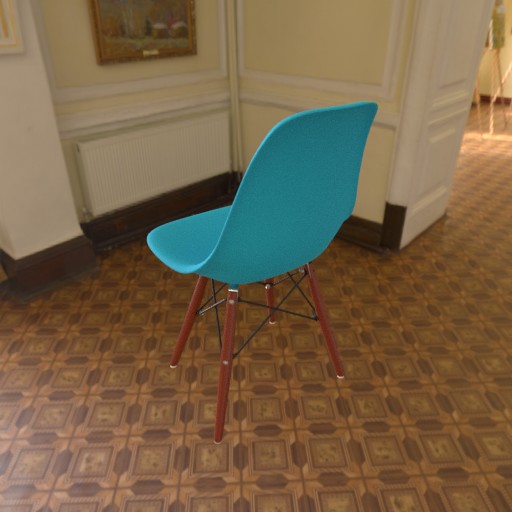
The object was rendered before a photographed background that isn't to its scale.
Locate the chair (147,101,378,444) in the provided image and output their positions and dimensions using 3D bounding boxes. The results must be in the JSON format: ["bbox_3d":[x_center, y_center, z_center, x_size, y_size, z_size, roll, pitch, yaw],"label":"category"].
[{"bbox_3d":[0.000,0.000,1.135,0.470,0.826,0.533,-19,35,-30],"label":"chair"}]
